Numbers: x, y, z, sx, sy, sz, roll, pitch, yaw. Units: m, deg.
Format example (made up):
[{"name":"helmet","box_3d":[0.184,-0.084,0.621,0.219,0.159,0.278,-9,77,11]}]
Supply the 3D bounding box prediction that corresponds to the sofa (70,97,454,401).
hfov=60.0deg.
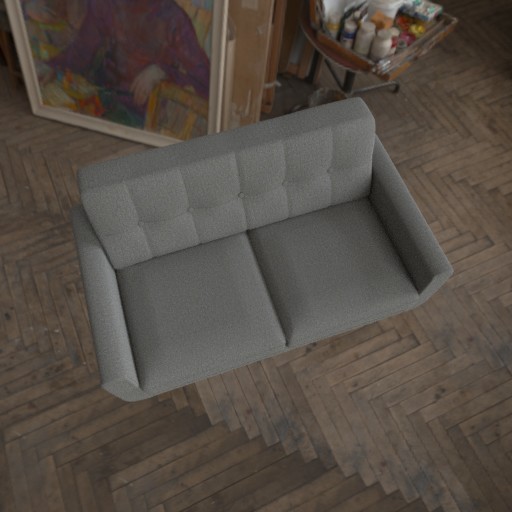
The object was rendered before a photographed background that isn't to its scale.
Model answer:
[{"name":"sofa","box_3d":[0.000,0.000,2.263,1.651,0.925,0.952,-17,65,-8]}]
